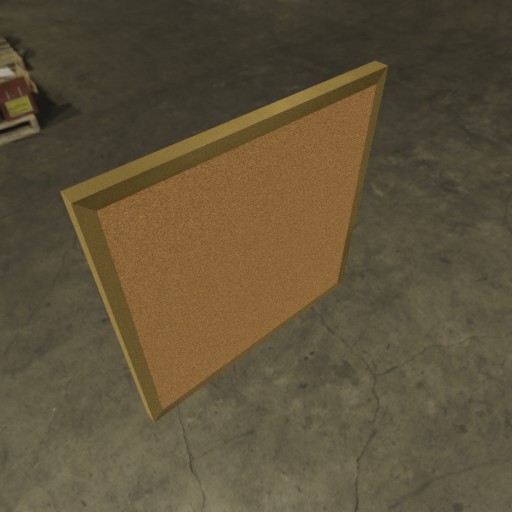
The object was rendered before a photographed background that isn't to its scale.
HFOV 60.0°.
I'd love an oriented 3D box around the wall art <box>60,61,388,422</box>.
[{"bbox_3d":[0.000,0.000,1.119,0.762,0.762,0.038,-31,53,-27],"label":"wall art"}]
